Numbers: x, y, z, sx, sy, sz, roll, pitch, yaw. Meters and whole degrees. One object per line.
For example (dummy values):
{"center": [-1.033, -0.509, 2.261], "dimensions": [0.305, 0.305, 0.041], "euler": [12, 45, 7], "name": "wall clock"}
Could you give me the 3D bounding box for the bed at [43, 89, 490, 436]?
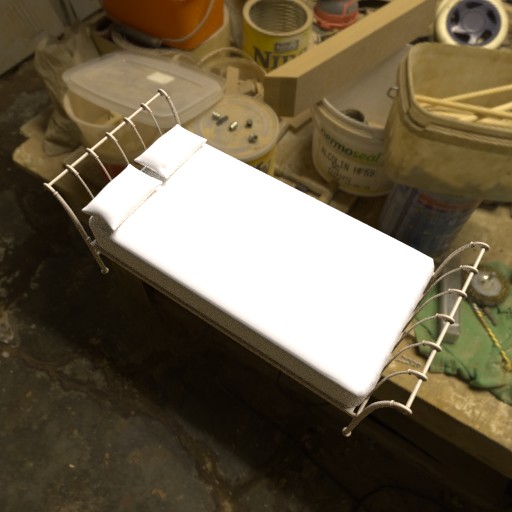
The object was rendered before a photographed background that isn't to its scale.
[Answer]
{"center": [0.000, 0.000, 2.740], "dimensions": [2.228, 0.873, 1.032], "euler": [30, 63, 17], "name": "bed"}
